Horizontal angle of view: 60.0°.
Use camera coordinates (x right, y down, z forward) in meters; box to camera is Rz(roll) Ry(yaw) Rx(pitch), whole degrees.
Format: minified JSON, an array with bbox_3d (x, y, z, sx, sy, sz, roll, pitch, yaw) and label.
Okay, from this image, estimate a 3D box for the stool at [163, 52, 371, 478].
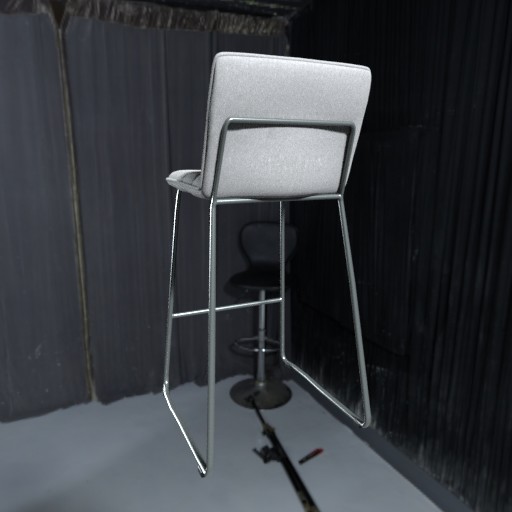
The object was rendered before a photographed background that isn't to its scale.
[{"bbox_3d":[0.000,0.000,1.251,0.490,0.960,0.490,-6,14,-24],"label":"stool"}]
